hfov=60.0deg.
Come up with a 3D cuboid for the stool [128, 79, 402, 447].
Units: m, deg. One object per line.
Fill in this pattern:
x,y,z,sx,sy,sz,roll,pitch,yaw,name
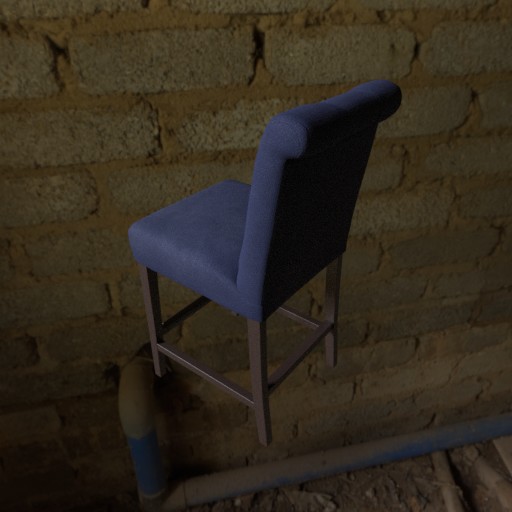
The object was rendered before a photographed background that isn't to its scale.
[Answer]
0.000,0.000,1.350,0.601,1.010,0.493,22,38,31,stool
